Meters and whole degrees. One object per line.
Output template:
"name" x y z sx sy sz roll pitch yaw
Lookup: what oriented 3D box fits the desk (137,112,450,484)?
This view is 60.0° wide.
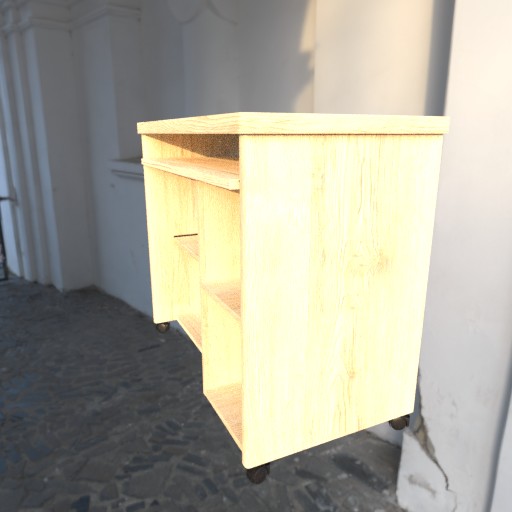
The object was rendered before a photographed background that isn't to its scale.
"desk" 0.000 0.000 1.317 0.480 0.770 0.885 -7 17 -25
